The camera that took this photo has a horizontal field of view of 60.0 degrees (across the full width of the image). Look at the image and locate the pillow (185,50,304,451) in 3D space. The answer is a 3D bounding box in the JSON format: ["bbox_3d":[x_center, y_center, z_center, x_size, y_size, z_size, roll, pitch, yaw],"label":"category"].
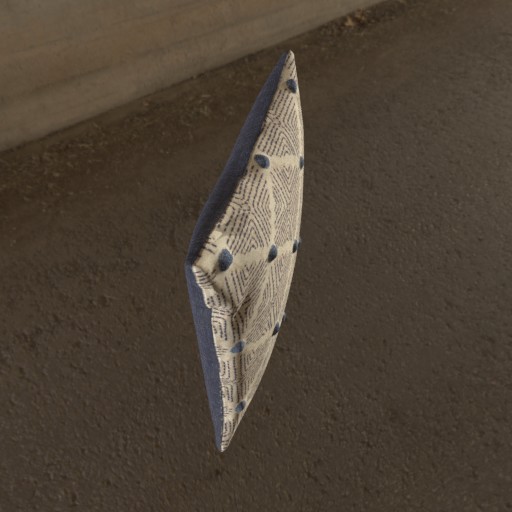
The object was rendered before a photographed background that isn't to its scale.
[{"bbox_3d":[0.000,0.000,0.778,0.145,0.510,0.510,10,49,9],"label":"pillow"}]
